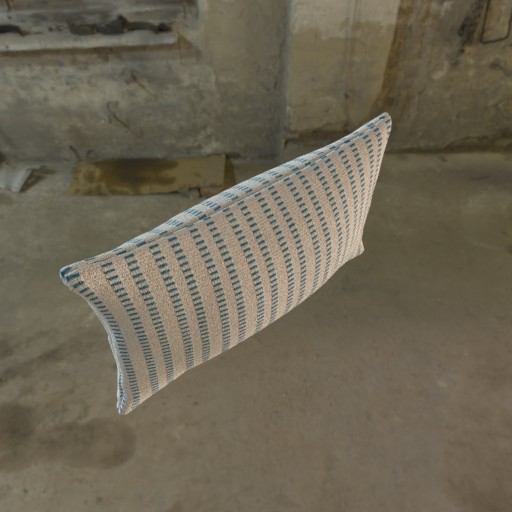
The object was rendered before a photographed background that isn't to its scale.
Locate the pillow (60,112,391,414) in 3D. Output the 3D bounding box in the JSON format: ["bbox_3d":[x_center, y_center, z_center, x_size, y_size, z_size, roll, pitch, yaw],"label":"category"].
[{"bbox_3d":[0.000,0.000,0.799,0.640,0.353,0.210,-31,52,-27],"label":"pillow"}]
